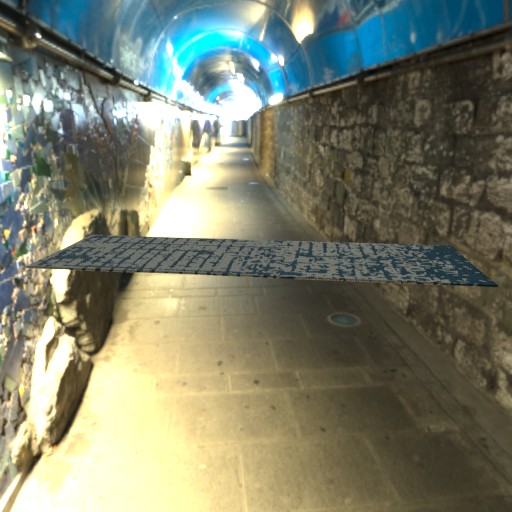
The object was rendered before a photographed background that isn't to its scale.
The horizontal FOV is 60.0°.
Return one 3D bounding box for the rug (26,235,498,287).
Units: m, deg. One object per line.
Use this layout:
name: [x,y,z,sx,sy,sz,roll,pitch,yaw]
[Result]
rug: [0.000,0.000,2.623,2.435,0.011,0.750,2,16,7]
